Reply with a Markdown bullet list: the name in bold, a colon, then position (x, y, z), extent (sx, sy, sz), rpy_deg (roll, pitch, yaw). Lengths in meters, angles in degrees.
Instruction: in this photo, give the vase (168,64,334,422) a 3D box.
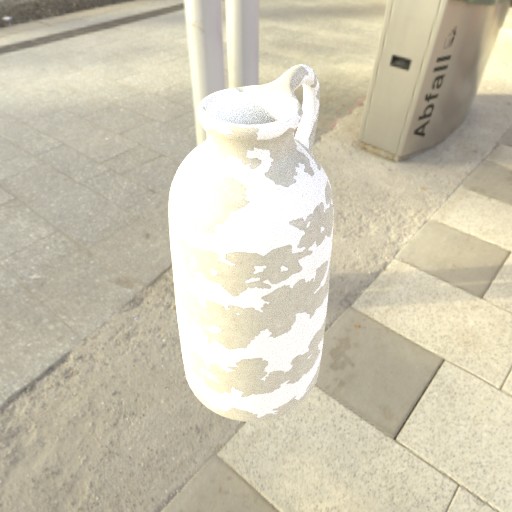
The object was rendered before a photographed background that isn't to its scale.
- **vase**: position (0.000, 0.000, 0.500), extent (0.186, 0.382, 0.203), rpy_deg (27, 48, 28)
